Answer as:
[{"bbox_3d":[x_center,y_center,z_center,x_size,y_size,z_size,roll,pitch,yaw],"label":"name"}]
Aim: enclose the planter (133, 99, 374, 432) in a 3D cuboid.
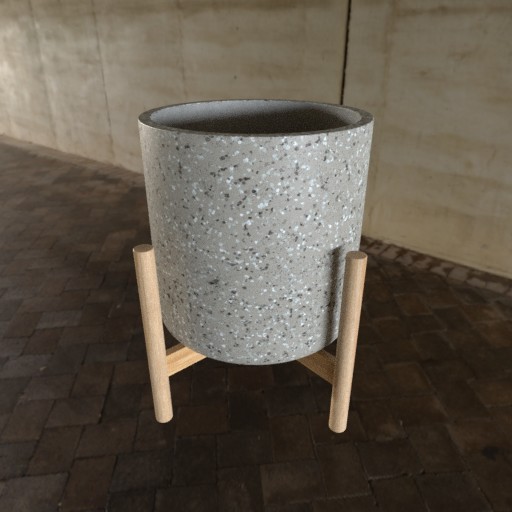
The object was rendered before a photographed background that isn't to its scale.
[{"bbox_3d":[0.000,0.000,0.677,0.360,0.419,0.360,-8,28,-16],"label":"planter"}]
